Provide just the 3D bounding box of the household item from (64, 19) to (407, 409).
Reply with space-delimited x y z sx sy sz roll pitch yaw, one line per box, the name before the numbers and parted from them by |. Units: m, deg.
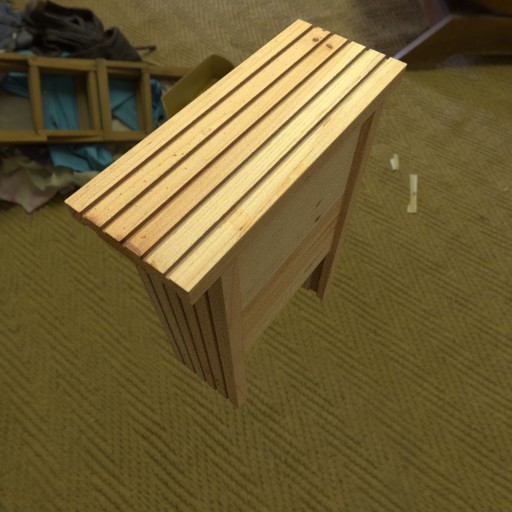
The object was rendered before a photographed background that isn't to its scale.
household item | 0.000 0.000 0.538 0.123 0.407 0.301 33 63 19
